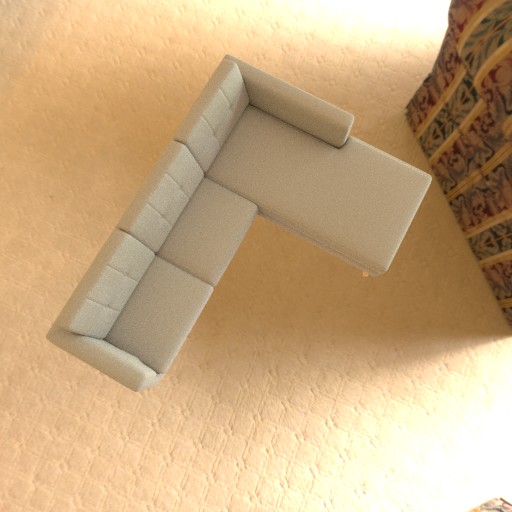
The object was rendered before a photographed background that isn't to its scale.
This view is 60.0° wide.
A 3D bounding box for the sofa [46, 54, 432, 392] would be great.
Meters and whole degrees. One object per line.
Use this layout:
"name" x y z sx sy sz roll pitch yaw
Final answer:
"sofa" 0.000 0.000 2.788 1.530 0.860 2.040 28 80 6
